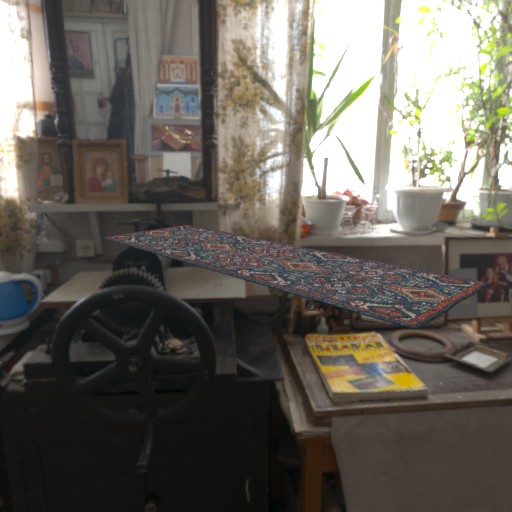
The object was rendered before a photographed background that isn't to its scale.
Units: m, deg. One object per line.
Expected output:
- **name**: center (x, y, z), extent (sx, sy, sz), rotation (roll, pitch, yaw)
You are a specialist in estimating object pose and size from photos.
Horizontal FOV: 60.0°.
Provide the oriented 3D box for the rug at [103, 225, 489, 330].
- **rug**: center (0.000, 0.000, 2.746), extent (2.459, 0.010, 0.801), rotation (13, 19, 43)
